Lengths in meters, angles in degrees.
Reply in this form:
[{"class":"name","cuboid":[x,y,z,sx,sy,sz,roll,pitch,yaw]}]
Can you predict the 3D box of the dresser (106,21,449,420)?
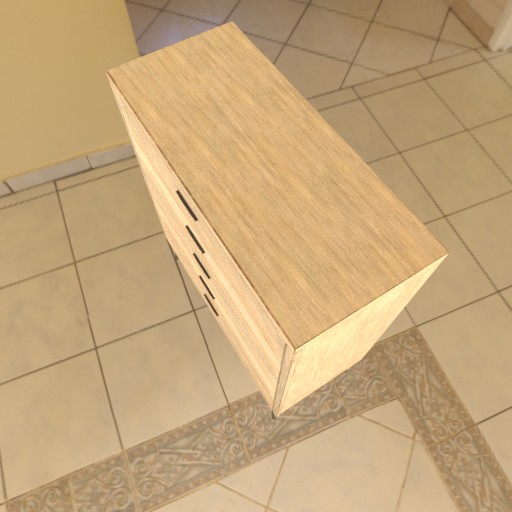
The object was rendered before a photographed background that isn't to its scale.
[{"class":"dresser","cuboid":[0.000,0.000,1.736,0.457,1.219,1.016,-29,66,-14]}]
